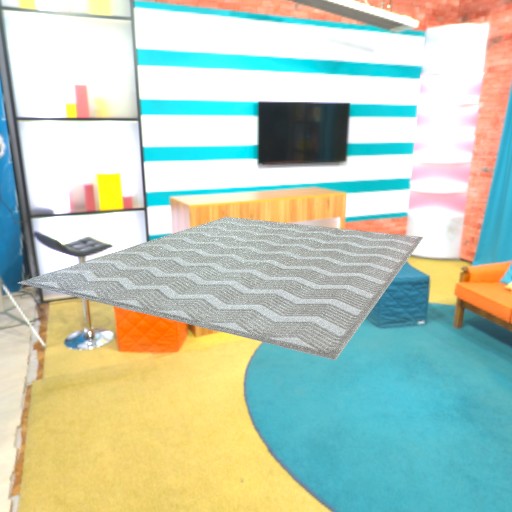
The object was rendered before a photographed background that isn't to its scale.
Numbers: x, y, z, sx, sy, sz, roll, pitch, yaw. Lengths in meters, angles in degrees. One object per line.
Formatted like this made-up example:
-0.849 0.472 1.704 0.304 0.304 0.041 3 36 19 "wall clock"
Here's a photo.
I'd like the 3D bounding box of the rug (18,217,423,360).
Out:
0.000 0.000 3.893 2.391 0.005 2.880 8 18 27 "rug"
